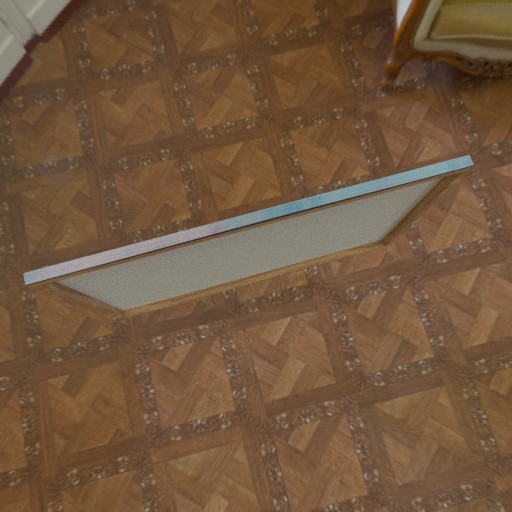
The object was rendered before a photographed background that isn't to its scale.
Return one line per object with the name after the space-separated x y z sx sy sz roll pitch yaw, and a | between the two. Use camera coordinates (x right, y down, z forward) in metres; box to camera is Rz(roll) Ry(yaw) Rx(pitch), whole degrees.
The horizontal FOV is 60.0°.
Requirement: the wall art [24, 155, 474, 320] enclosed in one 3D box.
0.000 0.000 1.451 1.137 0.756 0.034 -15 76 -4 | wall art
